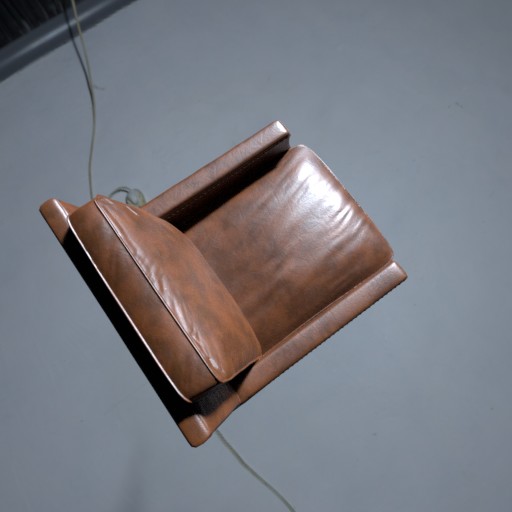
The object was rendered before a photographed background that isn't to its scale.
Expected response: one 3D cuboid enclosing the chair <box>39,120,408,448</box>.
[{"bbox_3d":[0.000,0.000,1.768,1.035,1.054,0.854,-35,79,-8],"label":"chair"}]
